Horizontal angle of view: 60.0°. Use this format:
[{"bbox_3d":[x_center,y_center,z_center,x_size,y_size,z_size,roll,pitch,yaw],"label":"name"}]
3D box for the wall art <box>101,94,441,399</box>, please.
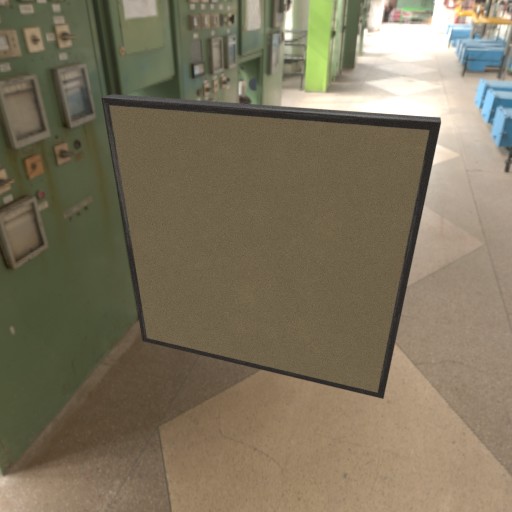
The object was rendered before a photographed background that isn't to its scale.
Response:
[{"bbox_3d":[0.000,0.000,1.163,0.762,0.758,0.043,10,32,16],"label":"wall art"}]
